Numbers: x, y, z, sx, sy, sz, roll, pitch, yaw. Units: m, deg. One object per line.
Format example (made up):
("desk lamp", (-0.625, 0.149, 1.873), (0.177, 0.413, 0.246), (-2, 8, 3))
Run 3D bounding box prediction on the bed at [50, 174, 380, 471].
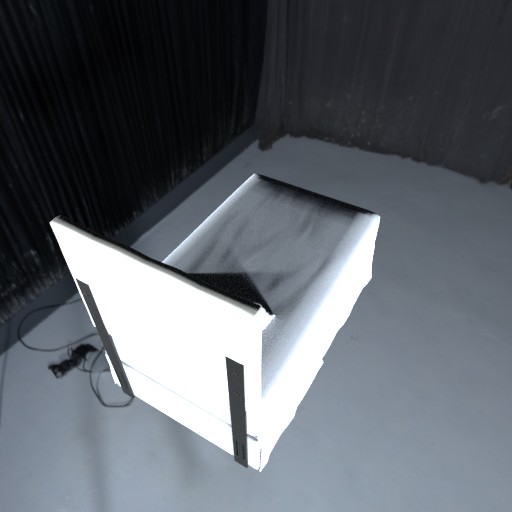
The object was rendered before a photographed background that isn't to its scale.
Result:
("bed", (0.000, 0.000, 3.041), (1.261, 1.571, 1.997), (22, 49, 21))
